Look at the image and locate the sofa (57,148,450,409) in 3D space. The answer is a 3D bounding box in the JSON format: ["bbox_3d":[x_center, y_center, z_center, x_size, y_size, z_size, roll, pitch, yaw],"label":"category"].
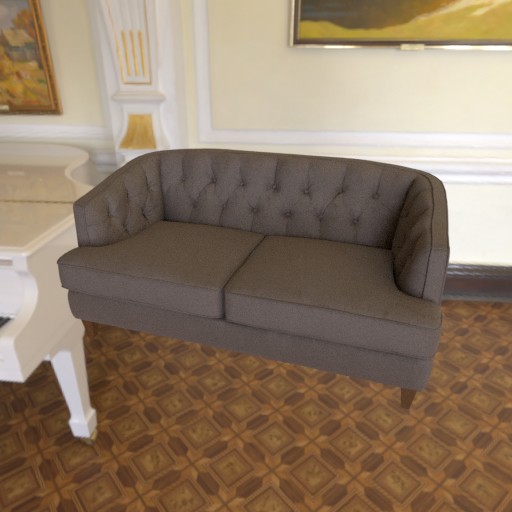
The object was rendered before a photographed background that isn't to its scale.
[{"bbox_3d":[0.000,0.000,2.236,1.733,0.855,0.941,8,27,17],"label":"sofa"}]
